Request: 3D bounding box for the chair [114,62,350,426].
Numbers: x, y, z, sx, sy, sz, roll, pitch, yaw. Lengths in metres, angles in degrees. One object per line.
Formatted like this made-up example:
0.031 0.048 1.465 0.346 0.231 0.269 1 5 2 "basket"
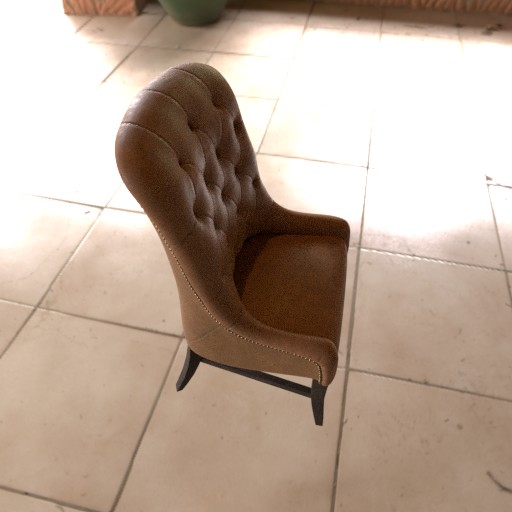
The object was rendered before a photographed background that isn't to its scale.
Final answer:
0.000 0.000 1.470 0.629 1.091 0.634 9 47 8 "chair"
